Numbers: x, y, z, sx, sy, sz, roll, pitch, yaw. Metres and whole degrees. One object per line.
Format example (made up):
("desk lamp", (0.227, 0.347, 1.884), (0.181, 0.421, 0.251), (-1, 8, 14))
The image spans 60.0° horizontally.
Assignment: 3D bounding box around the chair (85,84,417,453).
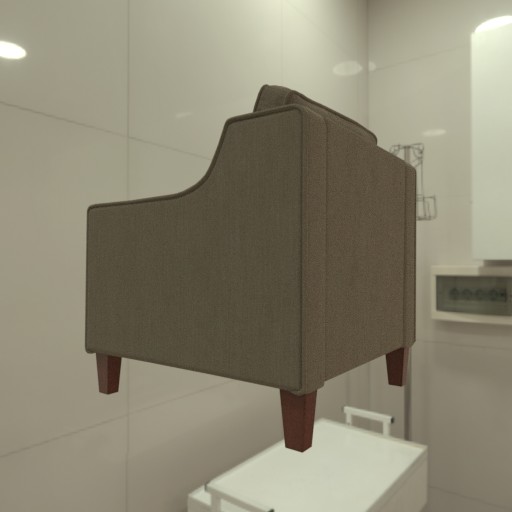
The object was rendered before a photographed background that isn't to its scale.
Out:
("chair", (0.000, 0.000, 1.619), (0.909, 0.960, 0.831), (-1, -1, 37))
